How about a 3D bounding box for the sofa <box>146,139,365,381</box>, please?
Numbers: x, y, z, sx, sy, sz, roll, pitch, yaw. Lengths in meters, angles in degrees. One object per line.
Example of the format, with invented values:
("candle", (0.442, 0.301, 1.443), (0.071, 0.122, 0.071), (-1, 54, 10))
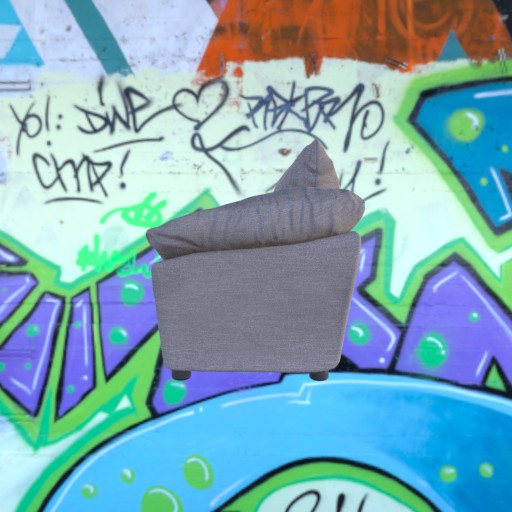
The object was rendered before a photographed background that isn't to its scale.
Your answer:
("sofa", (0.000, 0.000, 2.894), (0.927, 1.043, 2.390), (0, 2, 1))
